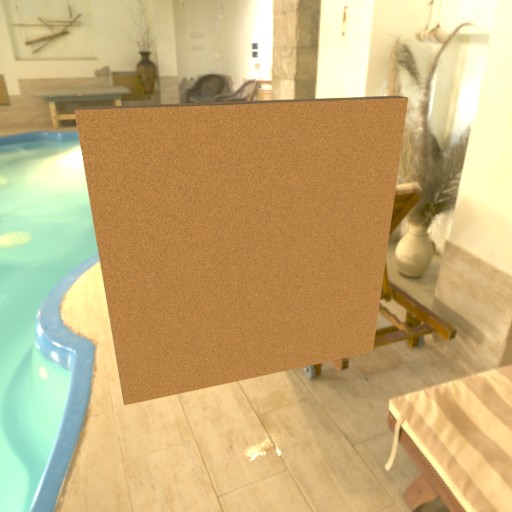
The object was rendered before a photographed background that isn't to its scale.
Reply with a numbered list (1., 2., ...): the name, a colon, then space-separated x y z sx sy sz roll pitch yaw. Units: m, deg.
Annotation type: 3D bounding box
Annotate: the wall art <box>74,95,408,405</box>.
1. wall art: 0.000 0.000 1.137 0.749 0.751 0.050 -8 27 -16
